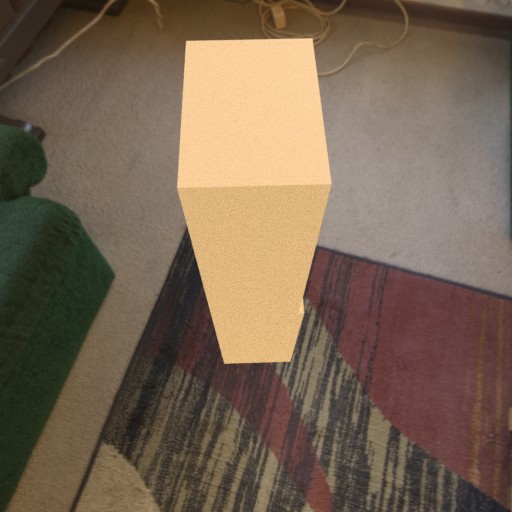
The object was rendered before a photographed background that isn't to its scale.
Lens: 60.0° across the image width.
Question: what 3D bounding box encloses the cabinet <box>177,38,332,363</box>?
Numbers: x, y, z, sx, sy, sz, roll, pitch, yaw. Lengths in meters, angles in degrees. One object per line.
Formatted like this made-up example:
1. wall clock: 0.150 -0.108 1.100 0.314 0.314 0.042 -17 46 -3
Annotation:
1. cabinet: 0.000 0.000 1.503 0.300 1.350 0.400 -2 63 -1
